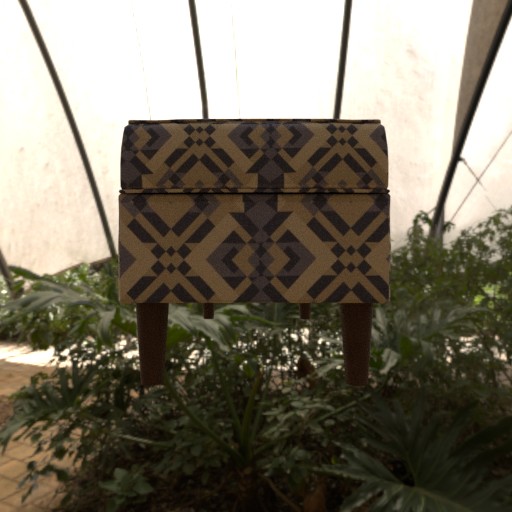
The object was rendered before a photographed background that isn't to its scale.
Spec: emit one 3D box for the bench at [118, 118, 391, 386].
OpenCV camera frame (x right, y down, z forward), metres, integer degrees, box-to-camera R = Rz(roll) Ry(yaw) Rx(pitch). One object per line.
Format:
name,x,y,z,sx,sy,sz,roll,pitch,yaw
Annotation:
bench,0.000,0.000,1.273,0.492,0.477,1.016,0,-1,0
